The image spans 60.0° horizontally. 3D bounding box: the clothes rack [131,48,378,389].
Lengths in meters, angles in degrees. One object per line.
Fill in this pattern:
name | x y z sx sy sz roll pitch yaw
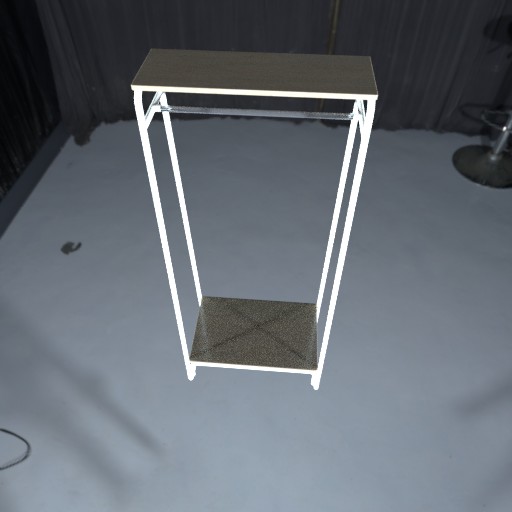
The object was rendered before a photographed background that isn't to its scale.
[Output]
clothes rack | 0.000 0.000 1.772 0.640 1.512 0.400 3 48 3
